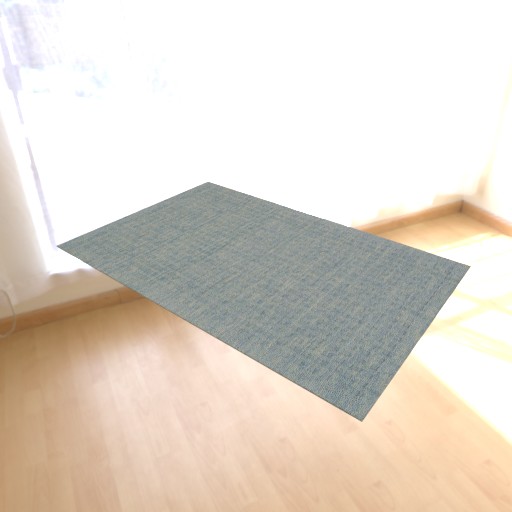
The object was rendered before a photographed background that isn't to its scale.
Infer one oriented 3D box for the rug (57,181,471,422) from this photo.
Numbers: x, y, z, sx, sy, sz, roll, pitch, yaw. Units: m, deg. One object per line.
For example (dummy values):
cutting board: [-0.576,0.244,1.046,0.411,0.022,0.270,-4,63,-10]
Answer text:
rug: [0.000,0.000,2.229,1.752,0.006,1.142,22,38,32]
